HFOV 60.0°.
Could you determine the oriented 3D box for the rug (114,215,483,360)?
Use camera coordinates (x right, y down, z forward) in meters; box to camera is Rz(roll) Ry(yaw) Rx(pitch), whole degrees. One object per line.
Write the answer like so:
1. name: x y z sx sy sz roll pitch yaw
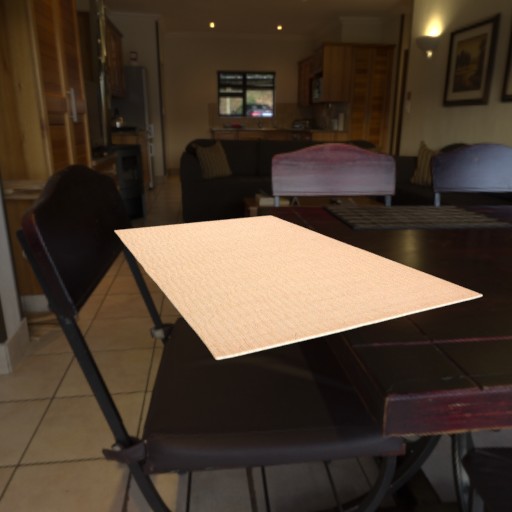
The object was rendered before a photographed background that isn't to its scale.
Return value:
1. rug: 0.000 0.000 3.085 1.531 0.014 2.441 -8 18 -25
